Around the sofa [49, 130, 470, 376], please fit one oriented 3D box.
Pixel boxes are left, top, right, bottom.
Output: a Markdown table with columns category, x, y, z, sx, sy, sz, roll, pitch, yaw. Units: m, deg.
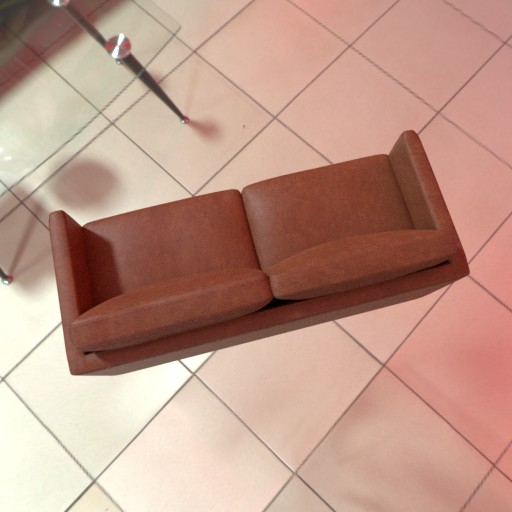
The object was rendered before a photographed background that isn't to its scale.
| category | x | y | z | sx | sy | sz | roll | pitch | yaw |
| --- | --- | --- | --- | --- | --- | --- | --- | --- | --- |
| sofa | 0.000 | 0.000 | 2.720 | 2.204 | 0.932 | 0.950 | -14 | 75 | -4 |
